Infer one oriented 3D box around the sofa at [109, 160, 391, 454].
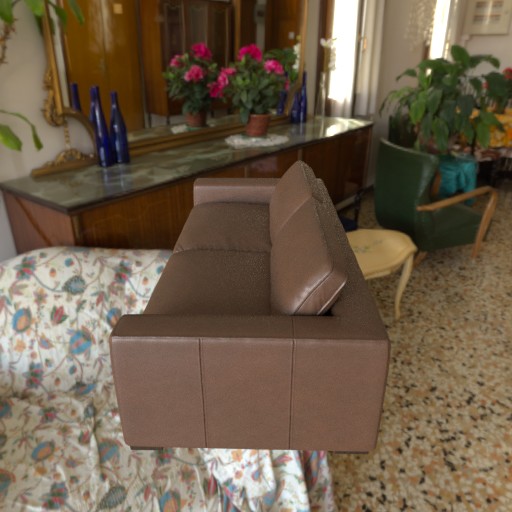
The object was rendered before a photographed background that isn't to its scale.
[{"bbox_3d":[0.000,0.000,2.690,1.070,0.801,2.262,1,25,1],"label":"sofa"}]
